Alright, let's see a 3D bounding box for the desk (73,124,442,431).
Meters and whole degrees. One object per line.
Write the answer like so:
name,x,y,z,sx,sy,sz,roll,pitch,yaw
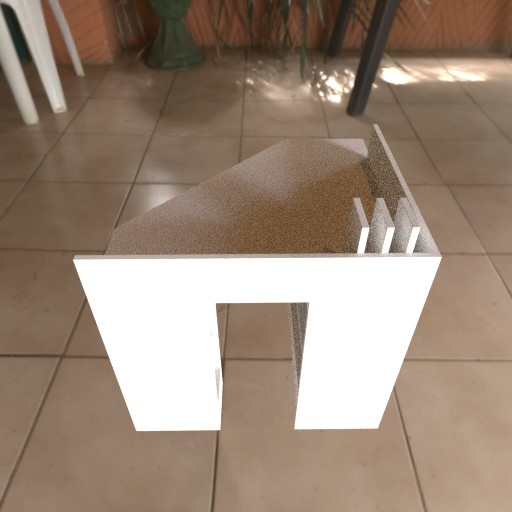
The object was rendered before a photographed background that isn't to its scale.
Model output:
desk,0.000,0.000,1.753,0.940,0.986,0.940,0,42,0
